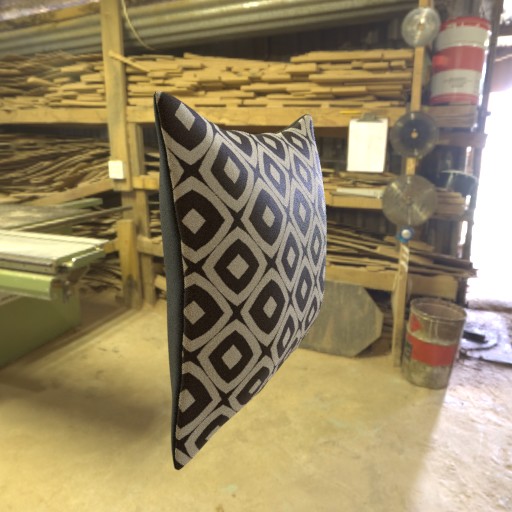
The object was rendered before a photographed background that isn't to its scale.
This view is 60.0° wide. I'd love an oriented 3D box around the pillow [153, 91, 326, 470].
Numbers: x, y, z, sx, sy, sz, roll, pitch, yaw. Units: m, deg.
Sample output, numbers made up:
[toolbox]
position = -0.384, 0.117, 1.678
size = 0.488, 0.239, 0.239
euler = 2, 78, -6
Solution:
[pillow]
position = 0.000, 0.000, 0.766
size = 0.188, 0.494, 0.504
euler = 7, 16, 25
